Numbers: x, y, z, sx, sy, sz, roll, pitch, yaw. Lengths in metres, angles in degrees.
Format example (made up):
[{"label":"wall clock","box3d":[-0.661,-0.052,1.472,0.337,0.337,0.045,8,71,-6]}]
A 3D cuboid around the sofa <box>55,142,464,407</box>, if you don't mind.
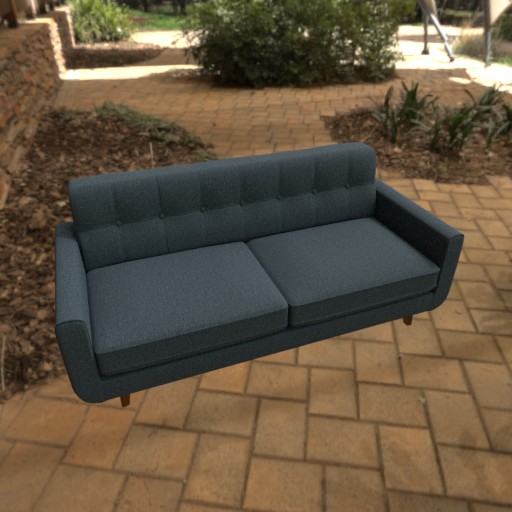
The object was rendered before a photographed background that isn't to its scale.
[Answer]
[{"label":"sofa","box3d":[0.000,0.000,2.493,2.055,0.884,0.942,-11,34,-18]}]
